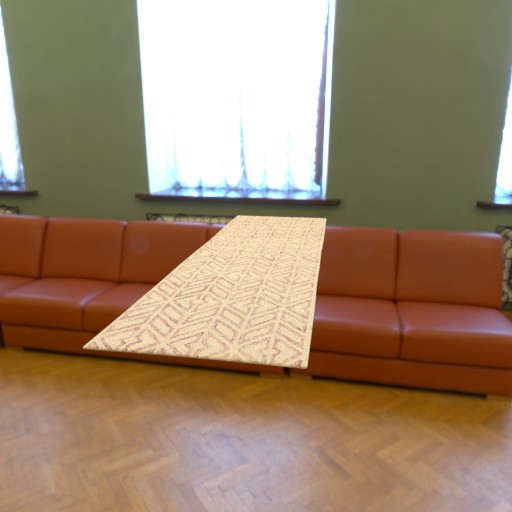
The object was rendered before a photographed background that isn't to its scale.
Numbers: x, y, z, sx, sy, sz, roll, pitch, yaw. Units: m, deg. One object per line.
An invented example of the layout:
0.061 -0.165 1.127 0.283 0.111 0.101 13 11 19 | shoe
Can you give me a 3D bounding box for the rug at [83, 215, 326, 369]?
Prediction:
0.000 0.000 2.574 0.750 0.009 2.435 3 16 10 | rug
